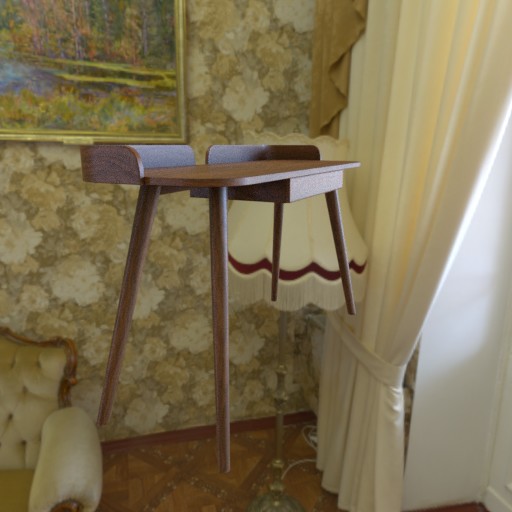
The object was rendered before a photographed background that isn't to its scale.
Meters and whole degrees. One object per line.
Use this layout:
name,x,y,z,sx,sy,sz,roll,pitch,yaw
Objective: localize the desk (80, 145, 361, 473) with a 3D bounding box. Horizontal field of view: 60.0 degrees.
desk,0.000,0.000,1.651,0.486,0.800,1.256,7,16,26
